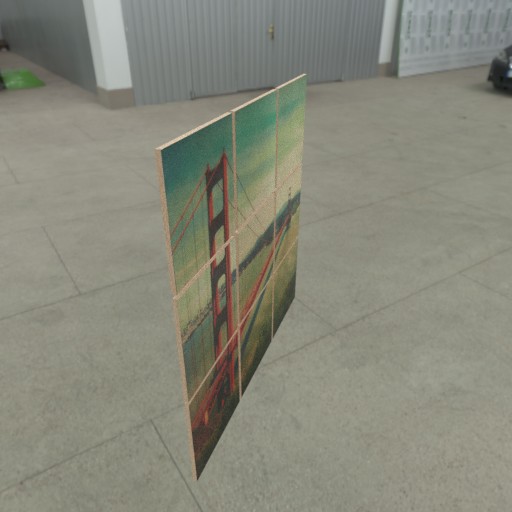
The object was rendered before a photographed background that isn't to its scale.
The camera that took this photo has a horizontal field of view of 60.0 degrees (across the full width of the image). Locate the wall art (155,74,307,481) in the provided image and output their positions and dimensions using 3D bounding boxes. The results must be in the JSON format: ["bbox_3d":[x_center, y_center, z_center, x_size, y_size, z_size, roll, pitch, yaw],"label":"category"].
[{"bbox_3d":[0.000,0.000,1.340,0.012,0.910,0.917,11,32,18],"label":"wall art"}]
